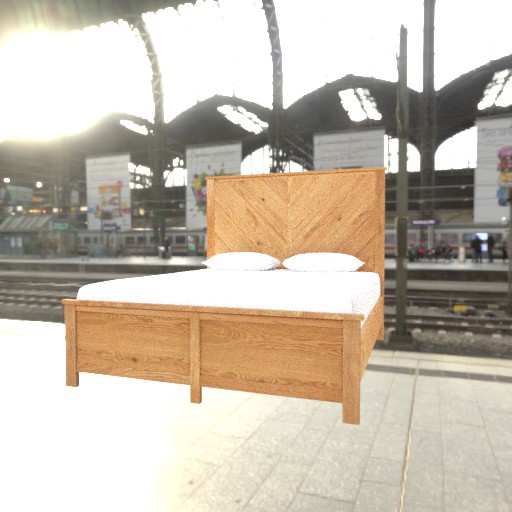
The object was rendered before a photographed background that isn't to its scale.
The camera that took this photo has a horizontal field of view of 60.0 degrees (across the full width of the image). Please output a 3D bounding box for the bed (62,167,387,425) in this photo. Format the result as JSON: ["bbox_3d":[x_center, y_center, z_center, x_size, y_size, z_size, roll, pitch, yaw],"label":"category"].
[{"bbox_3d":[0.000,0.000,3.624,1.936,1.686,2.201,1,2,19],"label":"bed"}]
